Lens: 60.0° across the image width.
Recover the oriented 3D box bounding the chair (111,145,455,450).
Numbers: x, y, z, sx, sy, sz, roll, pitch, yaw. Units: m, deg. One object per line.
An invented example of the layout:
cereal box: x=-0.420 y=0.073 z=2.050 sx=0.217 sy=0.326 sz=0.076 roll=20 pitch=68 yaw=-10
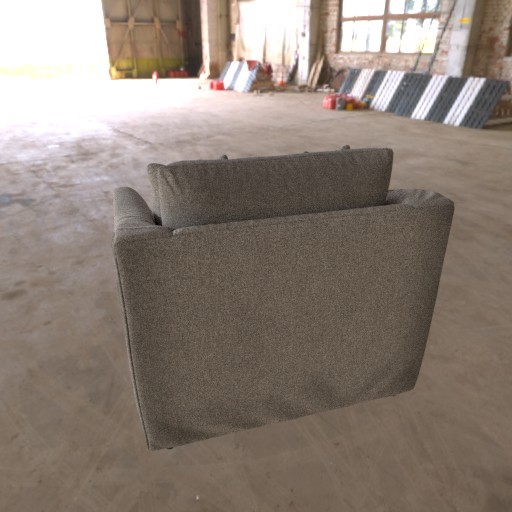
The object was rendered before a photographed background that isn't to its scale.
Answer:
chair: x=0.000 y=0.000 z=2.014 sx=1.194 sy=1.059 sz=1.071 roll=-8 pitch=27 yaw=-15
